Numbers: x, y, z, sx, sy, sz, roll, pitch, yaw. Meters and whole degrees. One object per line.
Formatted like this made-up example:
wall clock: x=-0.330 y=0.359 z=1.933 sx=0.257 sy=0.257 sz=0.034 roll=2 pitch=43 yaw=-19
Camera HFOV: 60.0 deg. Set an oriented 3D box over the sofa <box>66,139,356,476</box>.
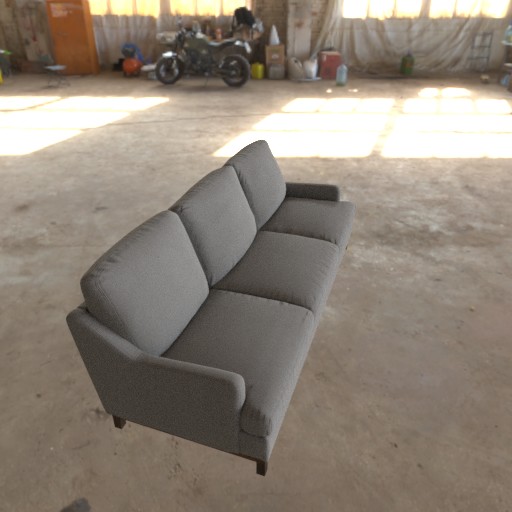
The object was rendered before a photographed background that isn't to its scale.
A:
sofa: x=0.000 y=0.000 z=2.871 sx=0.987 sy=0.926 sz=2.344 roll=10 pitch=32 yaw=17
